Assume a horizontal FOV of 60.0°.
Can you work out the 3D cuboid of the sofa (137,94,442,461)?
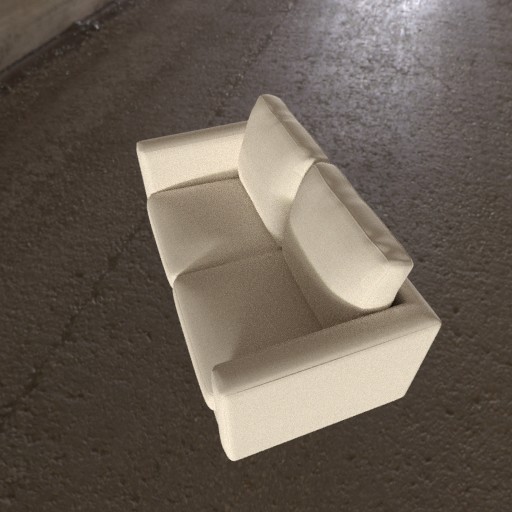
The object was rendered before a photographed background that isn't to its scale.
[{"bbox_3d":[0.000,0.000,1.979,0.796,0.908,1.430,-15,49,-14],"label":"sofa"}]
